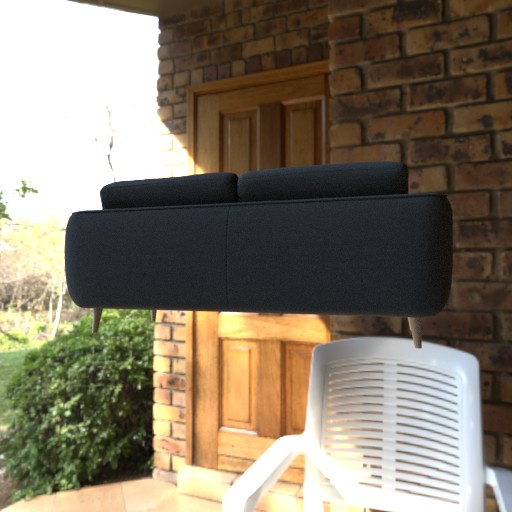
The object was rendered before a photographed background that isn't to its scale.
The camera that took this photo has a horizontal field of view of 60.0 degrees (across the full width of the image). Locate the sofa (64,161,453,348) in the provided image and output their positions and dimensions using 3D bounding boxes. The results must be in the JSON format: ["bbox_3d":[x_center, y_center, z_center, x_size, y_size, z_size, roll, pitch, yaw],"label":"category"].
[{"bbox_3d":[0.000,0.000,2.509,2.000,0.850,0.920,-1,-2,18],"label":"sofa"}]
